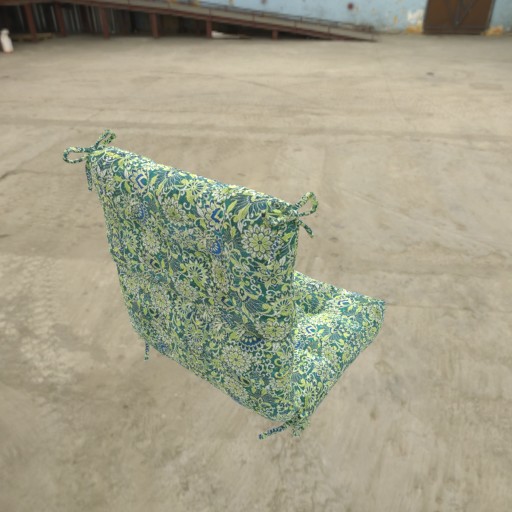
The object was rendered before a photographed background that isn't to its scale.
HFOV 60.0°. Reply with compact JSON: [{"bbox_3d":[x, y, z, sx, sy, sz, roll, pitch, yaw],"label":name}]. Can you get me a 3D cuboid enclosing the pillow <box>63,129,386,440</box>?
[{"bbox_3d":[0.000,0.000,1.033,0.519,0.605,0.571,22,38,31],"label":"pillow"}]
